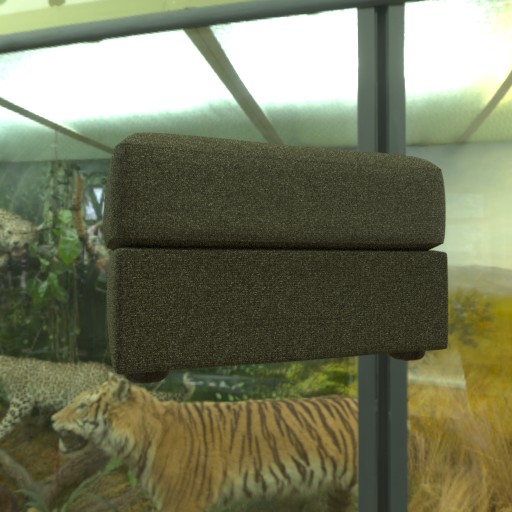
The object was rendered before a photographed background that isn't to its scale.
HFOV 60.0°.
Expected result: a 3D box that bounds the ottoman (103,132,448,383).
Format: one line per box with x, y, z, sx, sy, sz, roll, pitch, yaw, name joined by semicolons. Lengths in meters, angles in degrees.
0.000;0.000;1.136;0.742;0.476;0.598;0;-1;-19;ottoman
